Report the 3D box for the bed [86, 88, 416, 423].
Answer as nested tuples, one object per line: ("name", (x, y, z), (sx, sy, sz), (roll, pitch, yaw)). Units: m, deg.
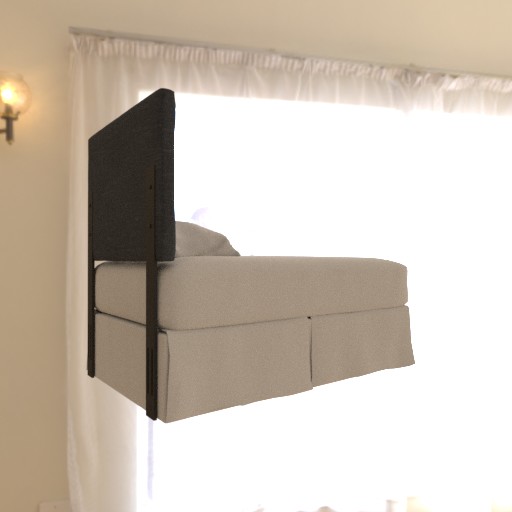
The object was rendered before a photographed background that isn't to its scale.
("bed", (0.000, 0.000, 3.094), (1.997, 1.571, 1.261), (0, 0, -37))
